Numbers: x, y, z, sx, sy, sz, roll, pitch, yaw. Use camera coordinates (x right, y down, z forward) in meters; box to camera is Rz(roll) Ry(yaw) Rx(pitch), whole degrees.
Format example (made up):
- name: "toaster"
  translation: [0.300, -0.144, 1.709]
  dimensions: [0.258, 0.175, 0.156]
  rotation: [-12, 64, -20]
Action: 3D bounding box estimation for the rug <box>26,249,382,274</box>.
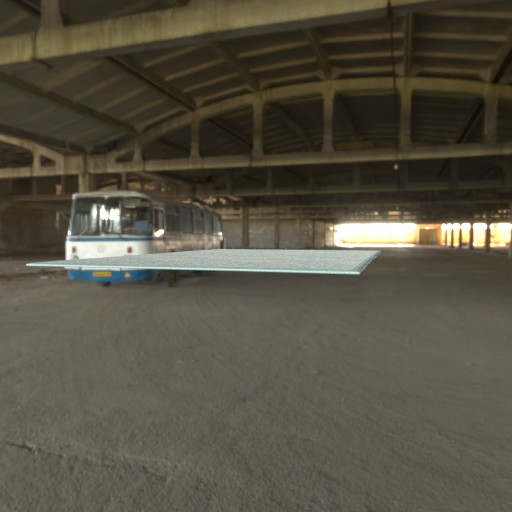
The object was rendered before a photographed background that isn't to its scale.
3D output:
- name: "rug"
  translation: [0.000, 0.000, 2.343]
  dimensions: [1.219, 0.012, 1.840]
  rotation: [1, 3, 18]
